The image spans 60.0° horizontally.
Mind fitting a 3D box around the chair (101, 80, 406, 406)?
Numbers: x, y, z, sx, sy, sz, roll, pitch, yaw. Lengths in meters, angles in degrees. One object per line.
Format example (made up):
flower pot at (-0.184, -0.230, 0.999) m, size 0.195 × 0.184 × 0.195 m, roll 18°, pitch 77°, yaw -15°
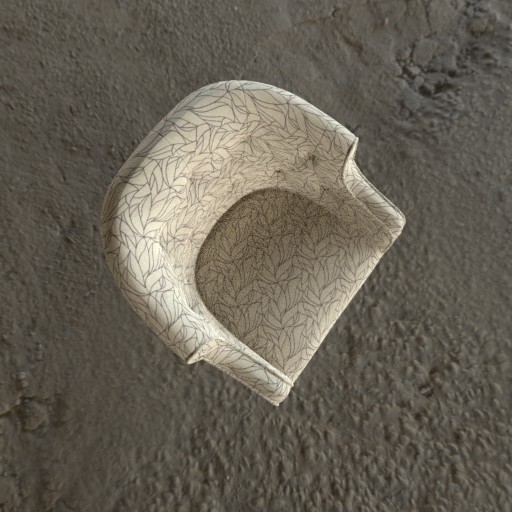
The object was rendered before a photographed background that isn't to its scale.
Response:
chair at (0.000, 0.000, 1.328) m, size 0.613 × 0.858 × 0.686 m, roll 36°, pitch 79°, yaw 8°
